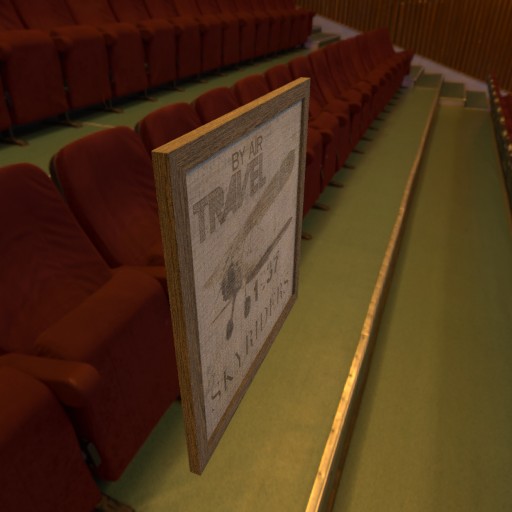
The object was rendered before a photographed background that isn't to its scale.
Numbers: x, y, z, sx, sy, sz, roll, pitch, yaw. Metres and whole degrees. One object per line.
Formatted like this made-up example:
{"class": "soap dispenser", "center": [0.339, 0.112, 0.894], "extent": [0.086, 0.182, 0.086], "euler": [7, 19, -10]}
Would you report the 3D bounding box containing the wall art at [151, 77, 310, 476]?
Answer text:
{"class": "wall art", "center": [0.000, 0.000, 0.764], "extent": [0.019, 0.508, 0.508], "euler": [11, 32, 19]}
